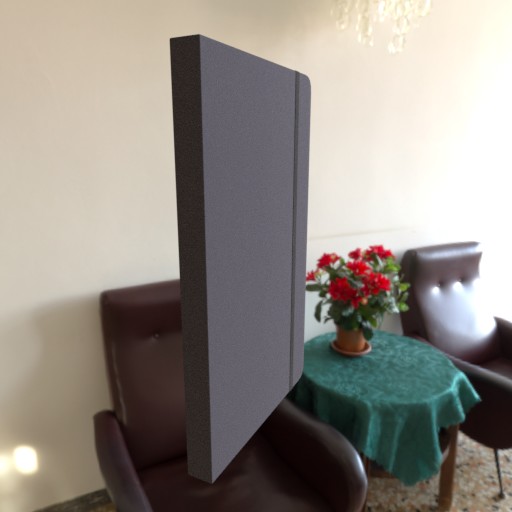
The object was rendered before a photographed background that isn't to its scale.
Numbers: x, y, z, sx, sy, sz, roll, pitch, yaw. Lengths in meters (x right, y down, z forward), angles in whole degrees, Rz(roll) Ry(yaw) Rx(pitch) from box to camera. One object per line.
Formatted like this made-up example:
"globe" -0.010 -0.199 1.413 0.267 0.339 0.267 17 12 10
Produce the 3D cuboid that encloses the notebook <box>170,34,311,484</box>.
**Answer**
"notebook" 0.000 0.000 0.260 0.016 0.213 0.127 7 16 27
